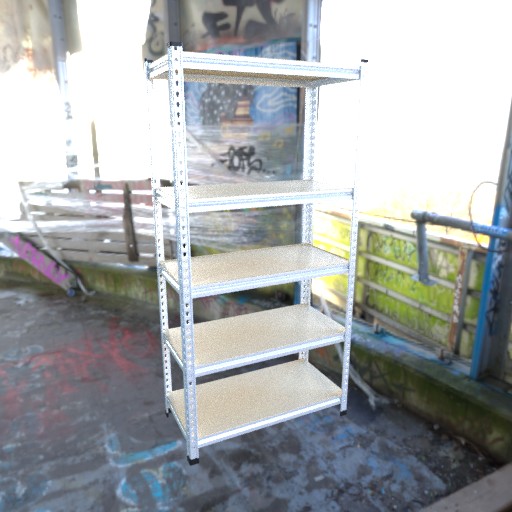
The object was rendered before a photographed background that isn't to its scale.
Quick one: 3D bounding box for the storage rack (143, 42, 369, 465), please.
[{"bbox_3d":[0.000,0.000,2.232,0.914,1.829,0.457,-7,17,-25],"label":"storage rack"}]
